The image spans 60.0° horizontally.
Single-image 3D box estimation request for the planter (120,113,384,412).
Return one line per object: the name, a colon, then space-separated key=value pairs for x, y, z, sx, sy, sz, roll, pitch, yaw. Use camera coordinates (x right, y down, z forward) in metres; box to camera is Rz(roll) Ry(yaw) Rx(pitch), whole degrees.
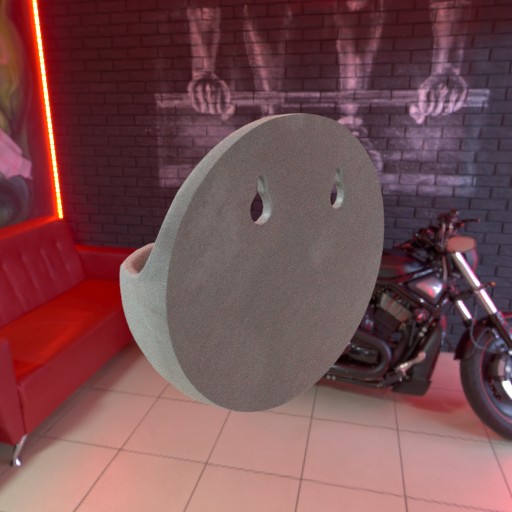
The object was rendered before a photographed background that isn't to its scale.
planter: x=0.000 y=0.000 z=0.270 sx=0.190 sy=0.164 sz=0.073 roll=-15 pitch=22 yaw=-43
